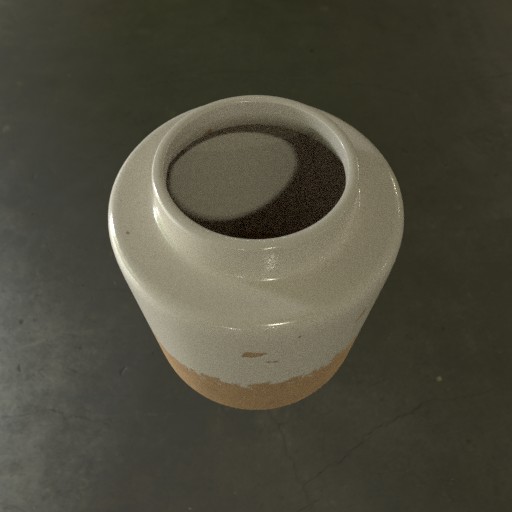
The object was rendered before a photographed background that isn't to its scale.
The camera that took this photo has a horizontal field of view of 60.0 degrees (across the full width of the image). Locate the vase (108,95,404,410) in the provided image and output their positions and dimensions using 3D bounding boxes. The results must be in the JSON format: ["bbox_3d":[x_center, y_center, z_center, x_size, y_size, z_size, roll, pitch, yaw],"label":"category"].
[{"bbox_3d":[0.000,0.000,0.278,0.153,0.167,0.153,0,58,0],"label":"vase"}]
